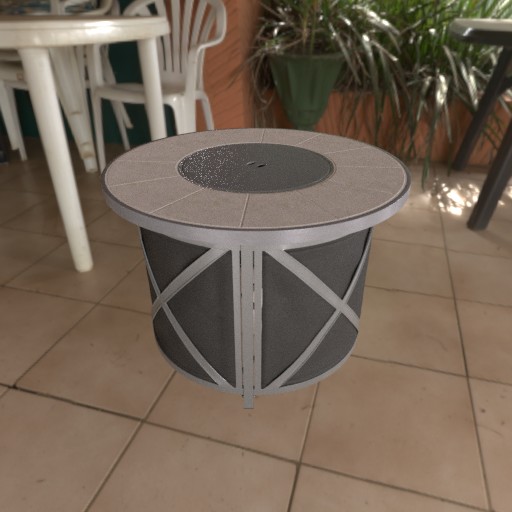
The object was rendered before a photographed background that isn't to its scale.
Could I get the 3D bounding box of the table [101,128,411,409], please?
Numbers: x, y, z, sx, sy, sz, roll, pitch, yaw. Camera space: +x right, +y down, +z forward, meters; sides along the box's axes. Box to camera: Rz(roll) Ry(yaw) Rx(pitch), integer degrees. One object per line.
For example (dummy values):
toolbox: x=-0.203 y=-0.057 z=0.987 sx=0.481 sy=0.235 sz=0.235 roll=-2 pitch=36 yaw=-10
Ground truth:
table: x=0.000 y=0.000 z=1.525 sx=0.914 sy=0.650 sz=0.914 roll=0 pitch=30 yaw=0
